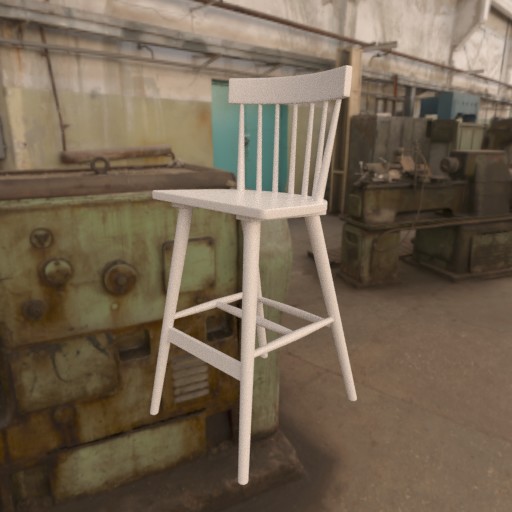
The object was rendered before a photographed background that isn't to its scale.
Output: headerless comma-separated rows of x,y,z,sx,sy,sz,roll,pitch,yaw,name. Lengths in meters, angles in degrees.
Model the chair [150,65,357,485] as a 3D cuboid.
0.000,0.000,1.397,0.483,1.092,0.572,15,22,42,chair
